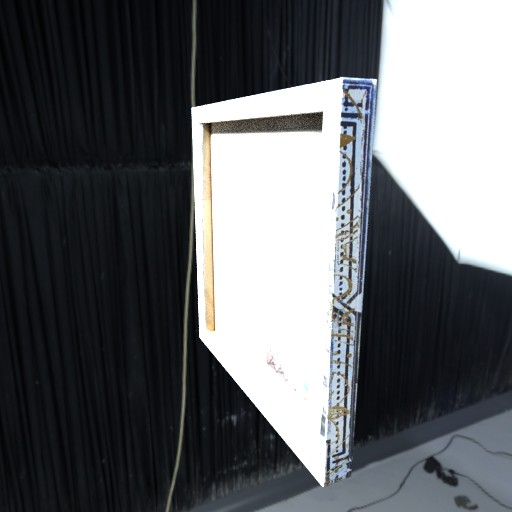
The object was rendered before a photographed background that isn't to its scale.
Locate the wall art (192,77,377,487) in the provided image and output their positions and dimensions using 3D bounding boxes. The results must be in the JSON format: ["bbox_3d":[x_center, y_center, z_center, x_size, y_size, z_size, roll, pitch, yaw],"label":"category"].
[{"bbox_3d":[0.000,0.000,0.608,0.038,0.410,0.411,-7,16,-25],"label":"wall art"}]
